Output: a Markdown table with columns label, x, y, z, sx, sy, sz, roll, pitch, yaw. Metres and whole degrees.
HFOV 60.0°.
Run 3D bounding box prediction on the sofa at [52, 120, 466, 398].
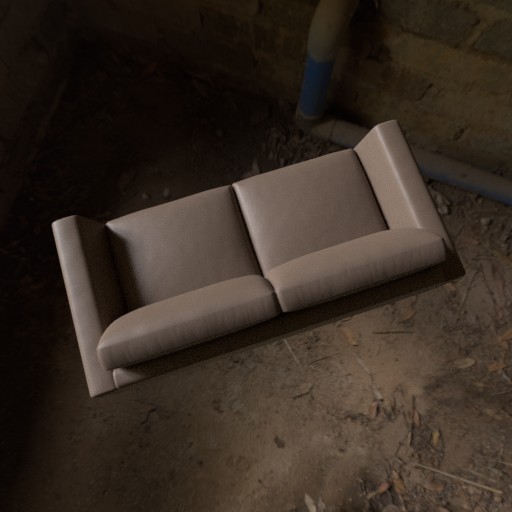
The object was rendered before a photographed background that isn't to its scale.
| label | x | y | z | sx | sy | sz | roll | pitch | yaw |
| --- | --- | --- | --- | --- | --- | --- | --- | --- | --- |
| sofa | 0.000 | 0.000 | 2.491 | 2.017 | 0.875 | 0.953 | -17 | 77 | -4 |
